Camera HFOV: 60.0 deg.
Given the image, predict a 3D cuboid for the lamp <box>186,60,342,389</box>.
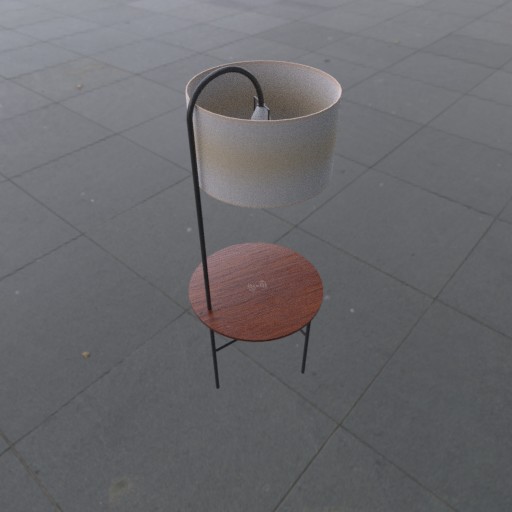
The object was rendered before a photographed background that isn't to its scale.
[{"bbox_3d":[0.000,0.000,1.782,0.573,1.517,0.573,0,42,0],"label":"lamp"}]
